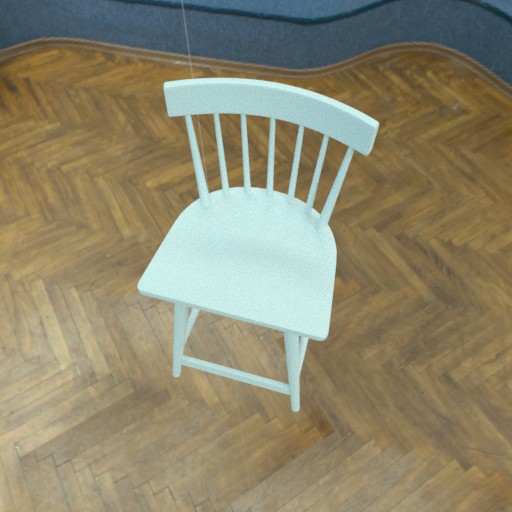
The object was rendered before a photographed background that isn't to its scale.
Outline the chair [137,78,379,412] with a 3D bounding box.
[{"bbox_3d":[0.000,0.000,1.293,0.483,0.952,0.572,13,59,8],"label":"chair"}]
